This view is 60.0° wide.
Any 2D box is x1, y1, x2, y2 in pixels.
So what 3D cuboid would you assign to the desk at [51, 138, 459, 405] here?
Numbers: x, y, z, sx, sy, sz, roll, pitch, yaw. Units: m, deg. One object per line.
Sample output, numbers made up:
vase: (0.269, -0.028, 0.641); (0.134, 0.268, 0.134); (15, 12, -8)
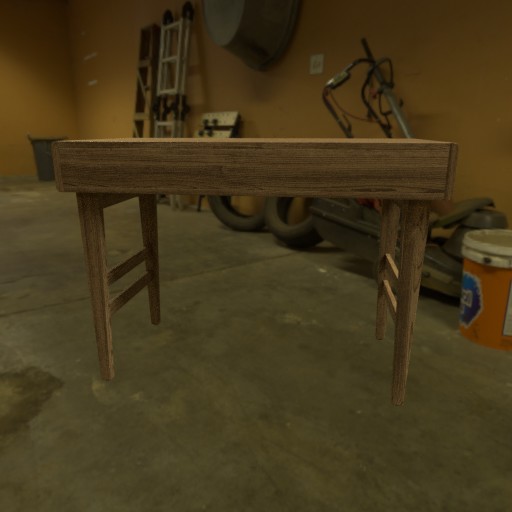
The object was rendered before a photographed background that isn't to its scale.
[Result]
desk: (0.000, 0.000, 1.488); (1.067, 0.755, 0.508); (2, 16, 8)
